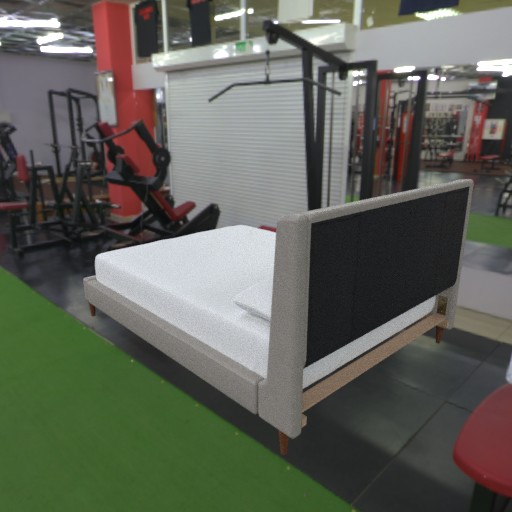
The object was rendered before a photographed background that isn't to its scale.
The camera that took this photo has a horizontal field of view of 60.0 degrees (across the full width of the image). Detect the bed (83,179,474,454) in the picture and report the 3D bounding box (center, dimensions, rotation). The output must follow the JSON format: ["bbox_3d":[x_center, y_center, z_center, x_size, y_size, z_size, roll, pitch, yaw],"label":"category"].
[{"bbox_3d":[0.000,0.000,3.157,1.656,1.147,2.232,-15,23,-41],"label":"bed"}]
